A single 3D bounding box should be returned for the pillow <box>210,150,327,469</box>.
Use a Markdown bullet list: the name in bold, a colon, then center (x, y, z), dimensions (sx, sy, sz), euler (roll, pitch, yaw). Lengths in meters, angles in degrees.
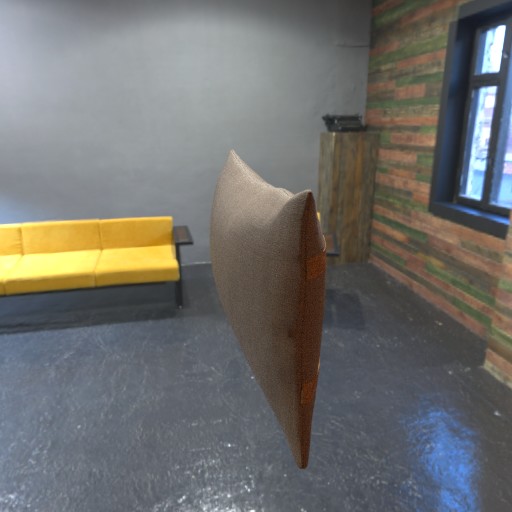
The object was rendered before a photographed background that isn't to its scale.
- **pillow**: center (0.000, 0.000, 0.726), dimensions (0.148, 0.308, 0.612), euler (-3, 17, -9)
